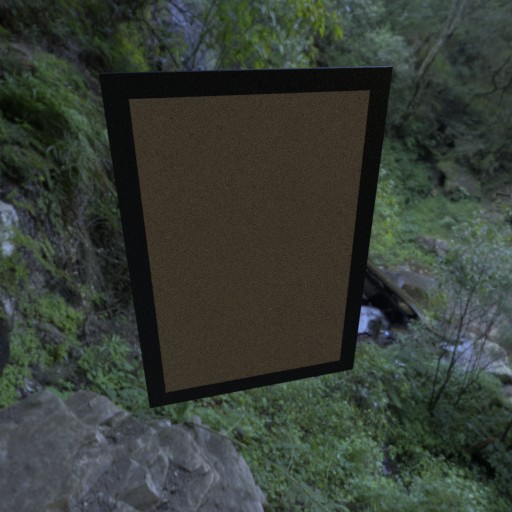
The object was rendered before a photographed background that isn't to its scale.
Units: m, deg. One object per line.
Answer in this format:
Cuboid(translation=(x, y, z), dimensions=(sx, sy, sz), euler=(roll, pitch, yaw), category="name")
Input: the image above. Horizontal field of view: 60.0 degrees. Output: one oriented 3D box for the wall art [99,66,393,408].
Cuboid(translation=(0.000, 0.000, 0.685), dimensions=(0.381, 0.534, 0.013), euler=(-7, 28, -13), category="wall art")
